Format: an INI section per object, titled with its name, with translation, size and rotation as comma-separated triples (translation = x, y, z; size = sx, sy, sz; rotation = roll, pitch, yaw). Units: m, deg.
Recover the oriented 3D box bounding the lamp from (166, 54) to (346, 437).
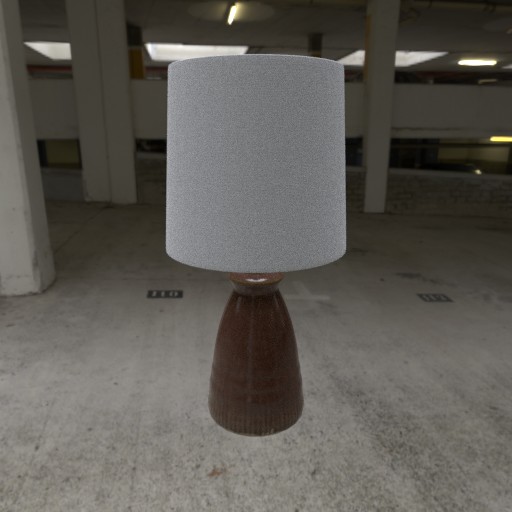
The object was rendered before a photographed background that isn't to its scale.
[lamp]
translation = 0.000, 0.000, 0.470
size = 0.186, 0.369, 0.186
rotation = 0, 16, 0
